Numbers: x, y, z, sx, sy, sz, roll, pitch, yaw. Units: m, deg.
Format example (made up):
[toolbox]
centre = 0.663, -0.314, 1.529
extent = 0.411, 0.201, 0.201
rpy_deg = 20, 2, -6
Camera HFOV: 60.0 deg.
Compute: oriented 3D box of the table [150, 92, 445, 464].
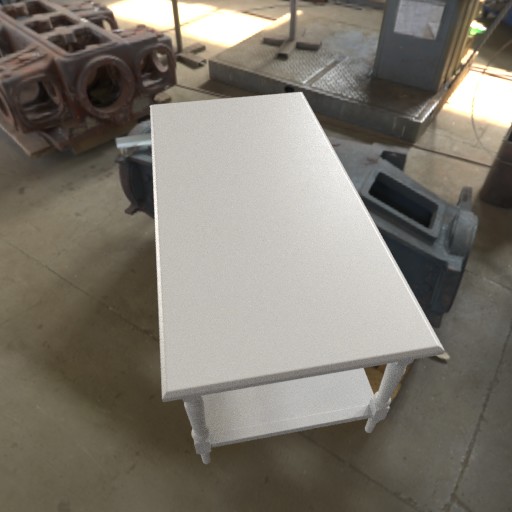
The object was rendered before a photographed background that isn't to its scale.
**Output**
[table]
centre = 0.000, 0.000, 1.392
extent = 0.551, 0.506, 1.109
rpy_deg = -8, 47, -7
